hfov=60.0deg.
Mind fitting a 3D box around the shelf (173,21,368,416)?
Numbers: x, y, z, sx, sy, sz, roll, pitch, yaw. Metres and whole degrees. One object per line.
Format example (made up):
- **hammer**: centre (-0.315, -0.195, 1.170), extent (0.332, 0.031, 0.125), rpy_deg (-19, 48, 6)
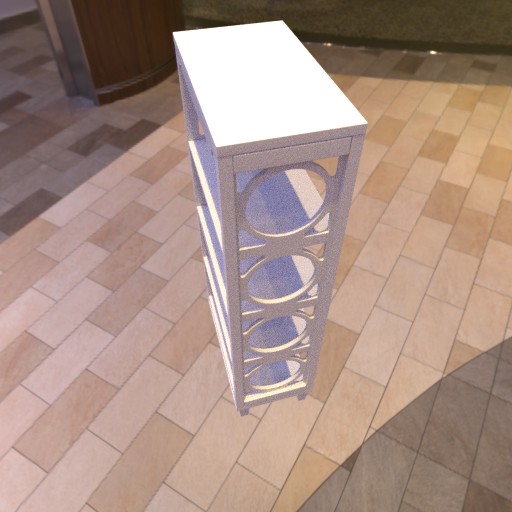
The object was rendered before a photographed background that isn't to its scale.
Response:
- **shelf**: centre (0.000, 0.000, 1.658), extent (0.340, 1.411, 0.611), rpy_deg (-12, 49, -10)
